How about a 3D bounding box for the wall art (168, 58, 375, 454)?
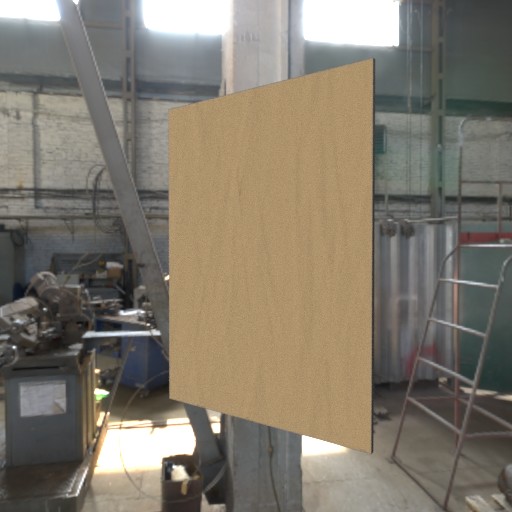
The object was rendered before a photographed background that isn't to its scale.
[{"bbox_3d":[0.000,0.000,1.486,0.810,1.116,0.016,1,1,35],"label":"wall art"}]
